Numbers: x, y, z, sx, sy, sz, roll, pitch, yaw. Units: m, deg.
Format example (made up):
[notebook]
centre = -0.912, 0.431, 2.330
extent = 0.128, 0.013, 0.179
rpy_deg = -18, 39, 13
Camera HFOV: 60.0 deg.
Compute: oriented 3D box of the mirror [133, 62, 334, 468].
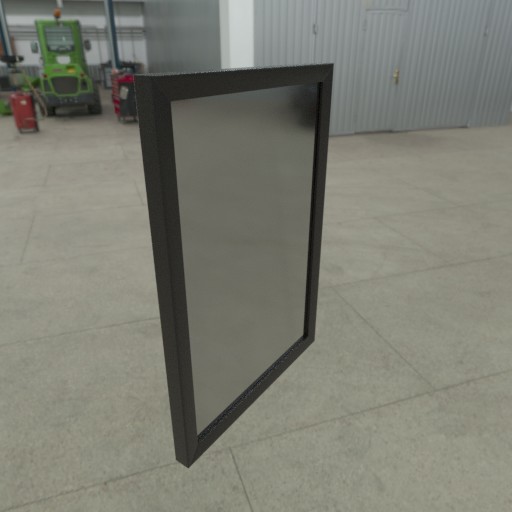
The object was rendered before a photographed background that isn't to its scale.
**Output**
[mirror]
centre = 0.000, 0.000, 0.906
extent = 0.040, 0.710, 0.507
rpy_deg = 17, 30, 32
